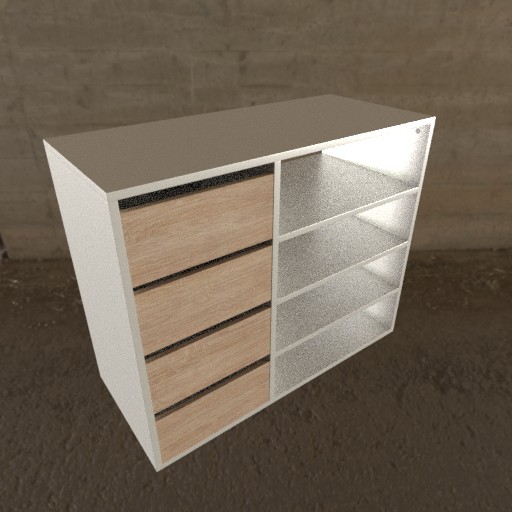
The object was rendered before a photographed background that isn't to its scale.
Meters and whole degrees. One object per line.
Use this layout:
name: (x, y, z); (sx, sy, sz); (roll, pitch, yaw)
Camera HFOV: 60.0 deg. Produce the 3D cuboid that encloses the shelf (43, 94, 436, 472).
shelf: (0.000, 0.000, 1.269); (0.895, 0.732, 0.396); (-20, 36, -31)
